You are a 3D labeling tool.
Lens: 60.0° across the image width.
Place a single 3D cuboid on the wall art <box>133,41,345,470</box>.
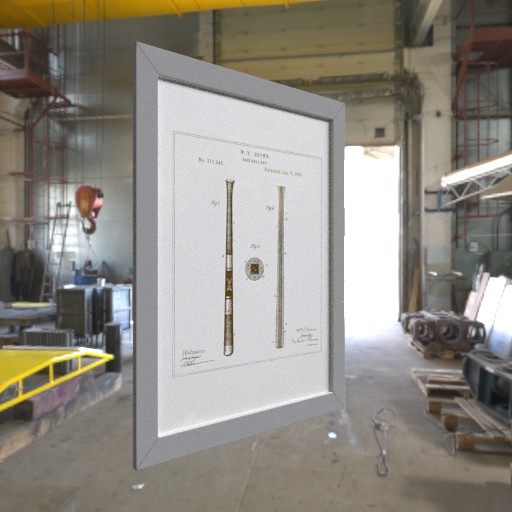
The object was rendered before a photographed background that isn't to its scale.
[{"bbox_3d":[0.000,0.000,0.660,0.374,0.529,0.012,0,0,-36],"label":"wall art"}]
